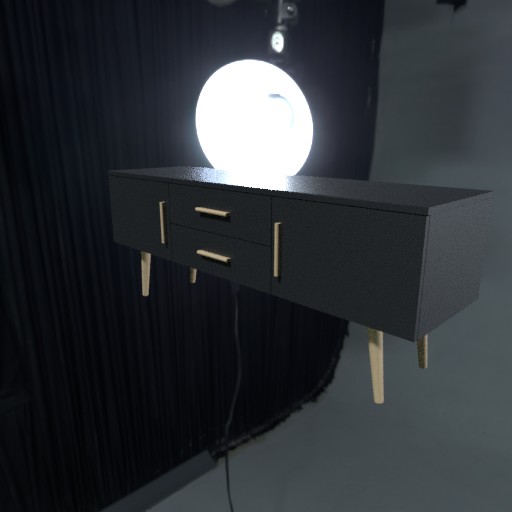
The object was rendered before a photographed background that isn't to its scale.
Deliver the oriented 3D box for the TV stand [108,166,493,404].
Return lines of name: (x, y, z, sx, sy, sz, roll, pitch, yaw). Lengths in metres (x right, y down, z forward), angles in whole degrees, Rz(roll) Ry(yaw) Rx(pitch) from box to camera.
TV stand: (0.000, 0.000, 1.502, 0.390, 0.518, 1.312, -15, 21, -43)
